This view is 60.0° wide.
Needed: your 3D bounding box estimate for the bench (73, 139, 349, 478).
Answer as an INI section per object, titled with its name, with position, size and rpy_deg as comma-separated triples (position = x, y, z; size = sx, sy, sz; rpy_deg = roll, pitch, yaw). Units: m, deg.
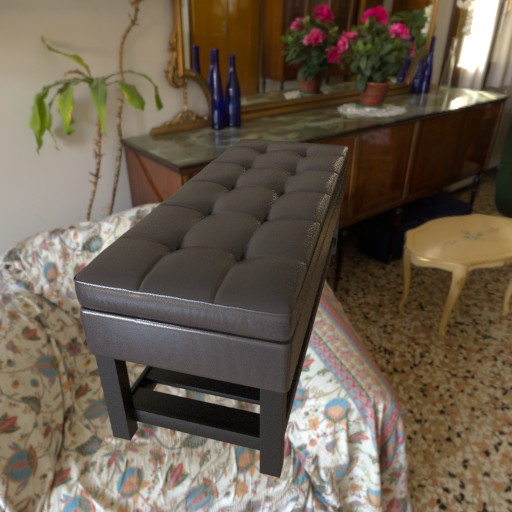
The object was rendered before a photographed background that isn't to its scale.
[bench]
position = 0.000, 0.000, 1.343
size = 0.432, 0.460, 1.105
rpy_deg = 8, 30, 13
